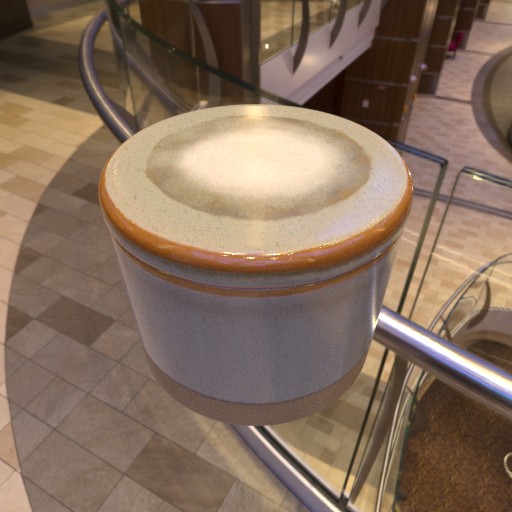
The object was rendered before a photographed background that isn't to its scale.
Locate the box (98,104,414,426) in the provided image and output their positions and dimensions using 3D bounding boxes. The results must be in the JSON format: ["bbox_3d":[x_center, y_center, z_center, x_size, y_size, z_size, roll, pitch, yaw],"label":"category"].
[{"bbox_3d":[0.000,0.000,0.207,0.123,0.100,0.123,0,40,0],"label":"box"}]
